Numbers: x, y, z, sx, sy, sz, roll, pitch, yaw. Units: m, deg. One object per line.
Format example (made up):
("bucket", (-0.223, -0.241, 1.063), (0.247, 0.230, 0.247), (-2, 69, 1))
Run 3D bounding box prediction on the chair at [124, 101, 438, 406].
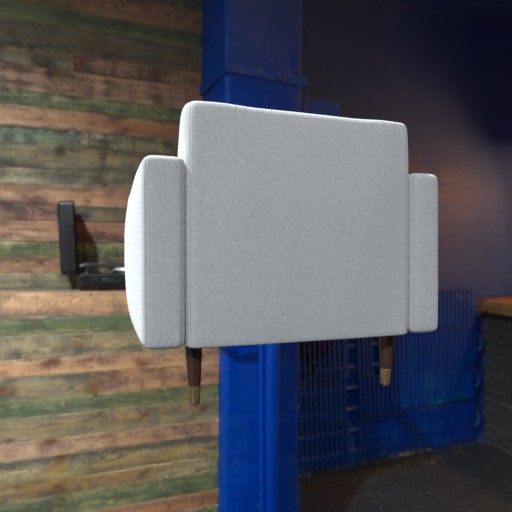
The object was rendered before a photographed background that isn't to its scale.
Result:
("chair", (0.000, 0.000, 1.689), (0.953, 0.819, 0.998), (0, 0, -18))
